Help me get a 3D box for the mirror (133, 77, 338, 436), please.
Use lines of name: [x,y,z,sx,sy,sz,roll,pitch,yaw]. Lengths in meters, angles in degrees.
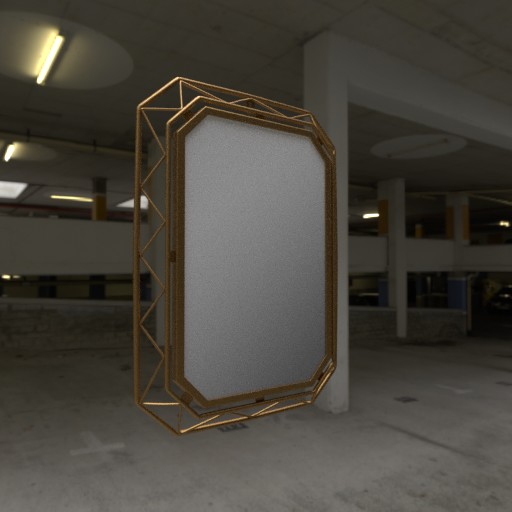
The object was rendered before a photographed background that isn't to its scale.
mirror: [0.000,0.000,0.755,0.417,0.566,0.042,1,-2,-35]
